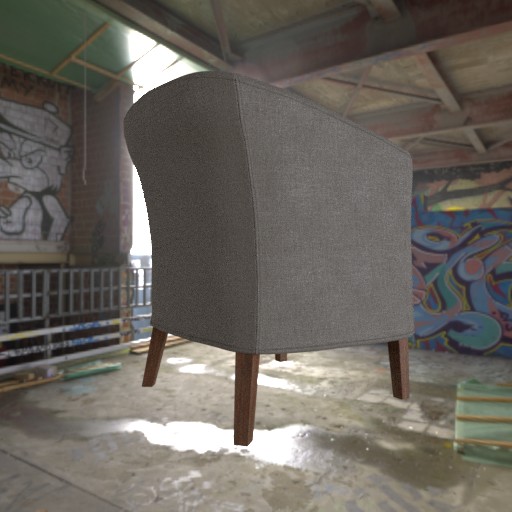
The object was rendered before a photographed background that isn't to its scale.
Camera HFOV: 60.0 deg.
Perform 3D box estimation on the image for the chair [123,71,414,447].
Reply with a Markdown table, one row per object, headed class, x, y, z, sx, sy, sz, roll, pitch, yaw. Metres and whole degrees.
| class | x | y | z | sx | sy | sz | roll | pitch | yaw |
| --- | --- | --- | --- | --- | --- | --- | --- | --- | --- |
| chair | 0.000 | 0.000 | 1.241 | 0.668 | 0.771 | 0.600 | 0 | 0 | -36 |
